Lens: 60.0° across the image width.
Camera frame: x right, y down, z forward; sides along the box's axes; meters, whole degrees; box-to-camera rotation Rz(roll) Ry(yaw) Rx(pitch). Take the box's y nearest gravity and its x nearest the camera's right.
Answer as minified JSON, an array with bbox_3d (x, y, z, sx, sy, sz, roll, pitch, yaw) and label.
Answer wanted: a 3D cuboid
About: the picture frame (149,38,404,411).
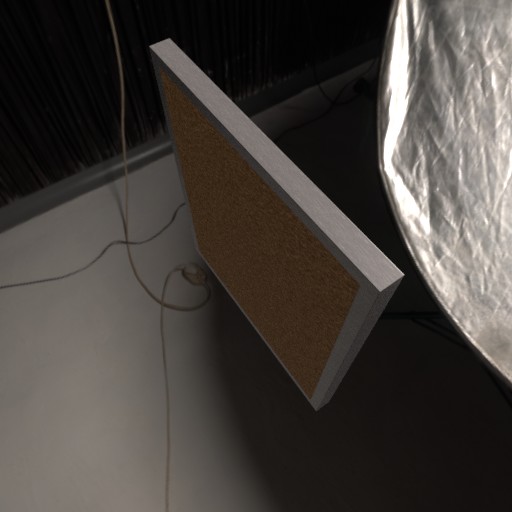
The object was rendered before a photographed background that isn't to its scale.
[{"bbox_3d":[0.000,0.000,0.532,0.027,0.378,0.327,-31,64,-17],"label":"picture frame"}]
